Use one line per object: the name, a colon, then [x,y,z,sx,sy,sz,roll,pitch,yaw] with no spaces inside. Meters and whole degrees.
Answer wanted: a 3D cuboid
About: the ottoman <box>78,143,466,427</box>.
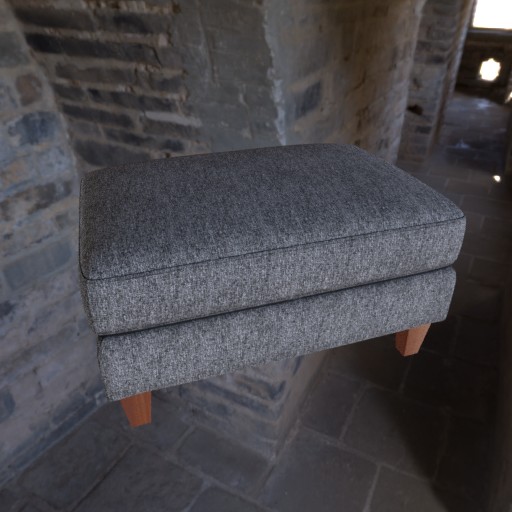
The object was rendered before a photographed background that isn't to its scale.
ottoman: [0.000,0.000,1.202,0.864,0.483,0.584,-10,32,-16]
